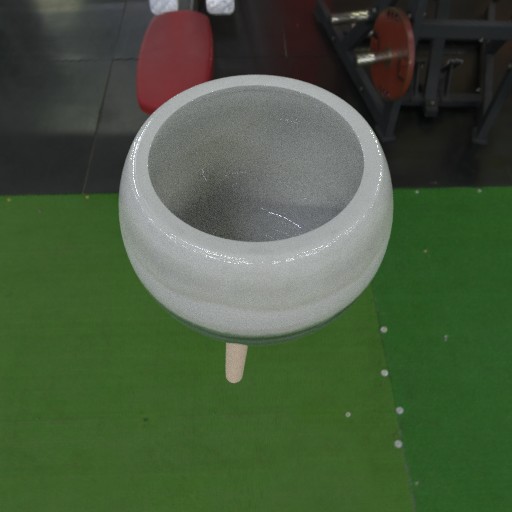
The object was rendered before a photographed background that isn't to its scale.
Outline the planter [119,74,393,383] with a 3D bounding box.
[{"bbox_3d":[0.000,0.000,0.435,0.222,0.278,0.222,0,58,0],"label":"planter"}]
